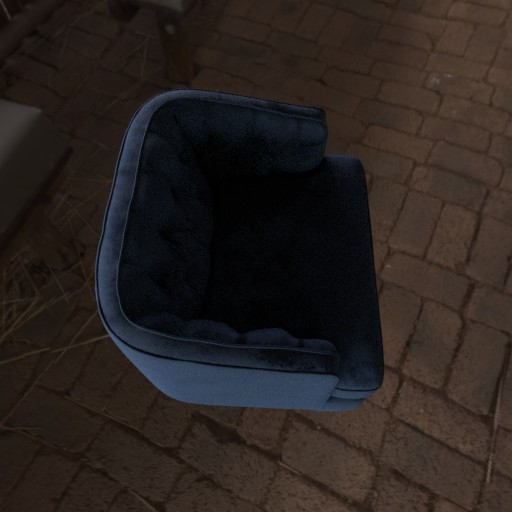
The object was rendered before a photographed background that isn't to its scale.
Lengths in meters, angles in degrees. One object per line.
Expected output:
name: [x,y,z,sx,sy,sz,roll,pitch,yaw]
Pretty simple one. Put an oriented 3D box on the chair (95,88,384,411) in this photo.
chair: [0.000,0.000,1.770,0.940,0.852,1.094,2,62,1]
